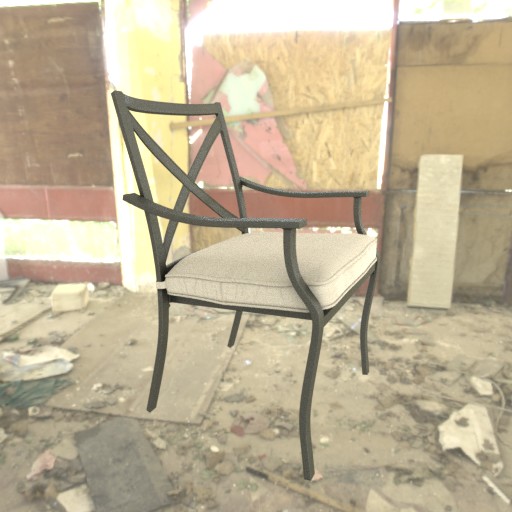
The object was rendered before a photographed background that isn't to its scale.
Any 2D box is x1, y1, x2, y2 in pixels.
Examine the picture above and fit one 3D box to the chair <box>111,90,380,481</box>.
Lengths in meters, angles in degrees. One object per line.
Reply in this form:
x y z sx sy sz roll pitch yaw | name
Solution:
0.000 0.000 1.288 0.620 0.889 0.575 8 17 26 | chair
